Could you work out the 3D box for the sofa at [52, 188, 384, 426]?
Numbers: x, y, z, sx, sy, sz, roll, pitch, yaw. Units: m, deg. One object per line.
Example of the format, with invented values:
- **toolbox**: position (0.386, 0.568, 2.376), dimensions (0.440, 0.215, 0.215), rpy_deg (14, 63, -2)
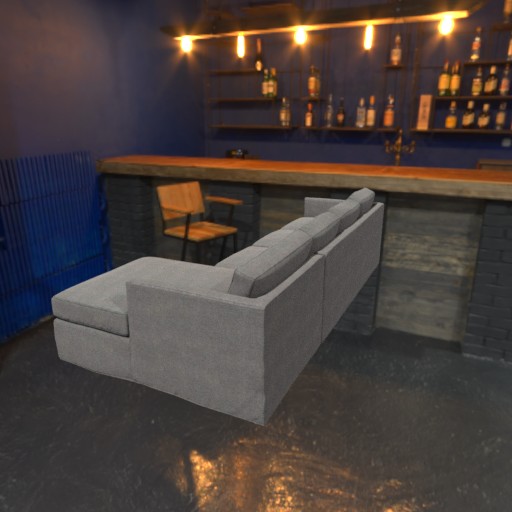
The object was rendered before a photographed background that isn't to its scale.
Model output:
- **sofa**: position (0.000, 0.000, 4.010), dimensions (1.650, 0.922, 3.205), rpy_deg (8, 19, 25)
